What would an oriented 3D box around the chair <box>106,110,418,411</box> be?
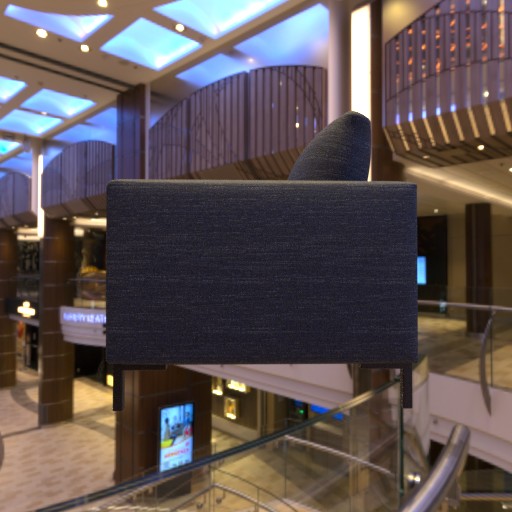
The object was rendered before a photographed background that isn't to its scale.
[{"bbox_3d":[0.000,0.000,1.653,0.866,0.861,0.963,0,-1,-2],"label":"chair"}]
